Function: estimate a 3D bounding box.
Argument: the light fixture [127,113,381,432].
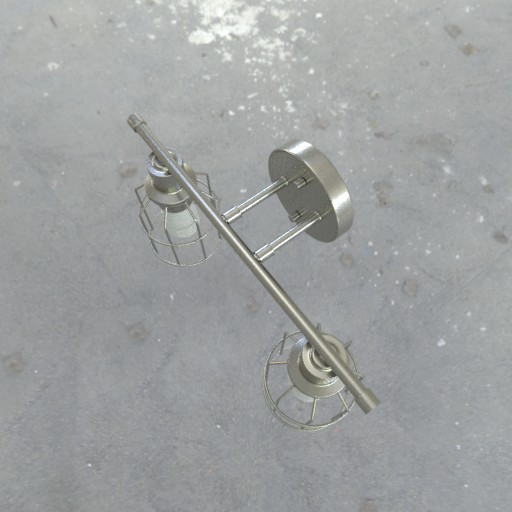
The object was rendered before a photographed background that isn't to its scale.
[{"bbox_3d":[0.000,0.000,0.522,0.165,0.254,0.406,-35,70,-15],"label":"light fixture"}]
